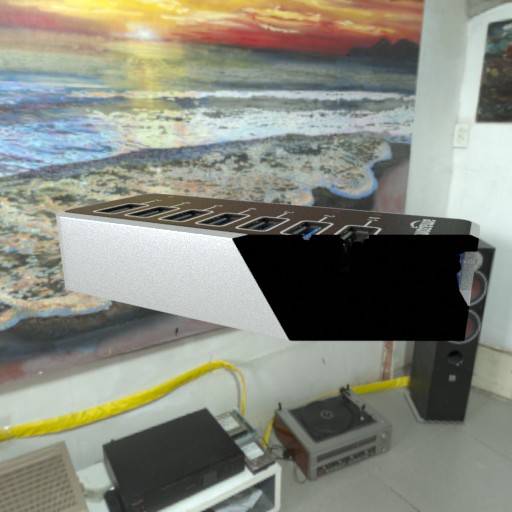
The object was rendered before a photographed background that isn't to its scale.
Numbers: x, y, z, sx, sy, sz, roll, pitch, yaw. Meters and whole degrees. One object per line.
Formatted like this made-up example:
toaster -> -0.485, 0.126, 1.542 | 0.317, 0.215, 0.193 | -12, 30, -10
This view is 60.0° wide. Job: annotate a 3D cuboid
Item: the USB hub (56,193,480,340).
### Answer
USB hub -> 0.000, 0.000, 0.124 | 0.110, 0.023, 0.044 | 8, 18, 26
